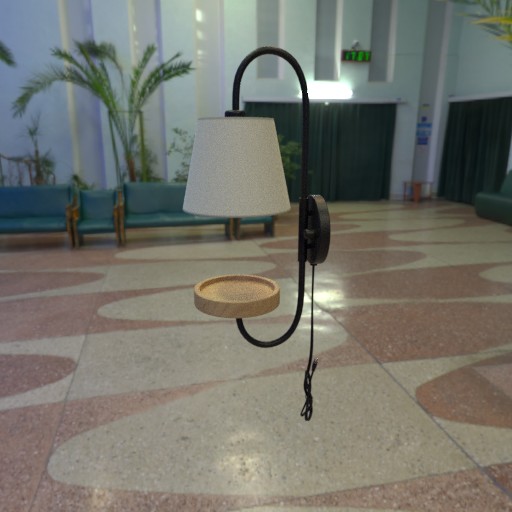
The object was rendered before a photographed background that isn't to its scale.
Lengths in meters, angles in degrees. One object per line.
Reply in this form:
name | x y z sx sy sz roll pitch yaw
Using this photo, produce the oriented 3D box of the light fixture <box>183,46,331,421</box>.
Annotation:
light fixture | 0.000 0.000 0.942 0.299 0.821 0.220 -2 15 -9
